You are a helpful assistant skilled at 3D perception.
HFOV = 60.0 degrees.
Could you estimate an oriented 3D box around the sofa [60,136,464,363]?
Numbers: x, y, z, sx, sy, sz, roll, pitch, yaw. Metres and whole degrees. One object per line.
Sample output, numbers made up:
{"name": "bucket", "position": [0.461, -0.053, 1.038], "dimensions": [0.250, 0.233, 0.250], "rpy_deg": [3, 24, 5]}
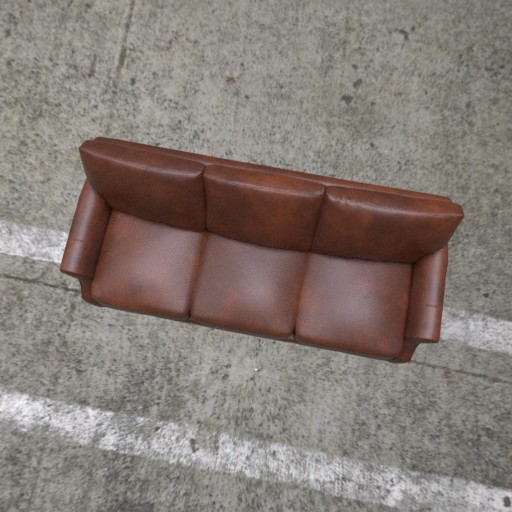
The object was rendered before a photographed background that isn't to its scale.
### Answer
{"name": "sofa", "position": [0.000, 0.000, 2.842], "dimensions": [2.351, 0.977, 0.973], "rpy_deg": [10, 76, 3]}
